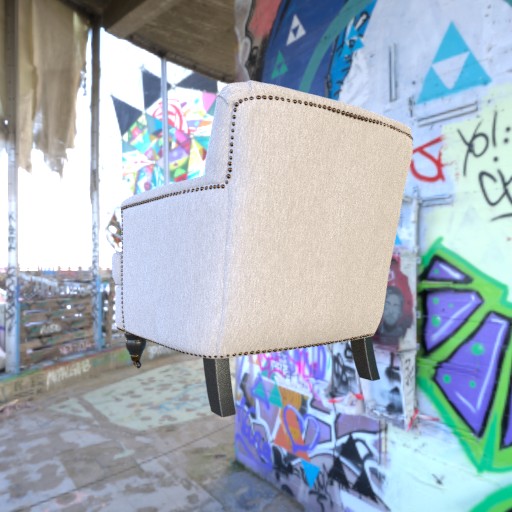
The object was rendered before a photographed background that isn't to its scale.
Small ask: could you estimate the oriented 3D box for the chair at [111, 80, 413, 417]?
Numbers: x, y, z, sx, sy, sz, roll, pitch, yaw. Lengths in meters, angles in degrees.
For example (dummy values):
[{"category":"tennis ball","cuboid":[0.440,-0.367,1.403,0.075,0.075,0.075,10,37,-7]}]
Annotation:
[{"category":"chair","cuboid":[0.000,0.000,1.528,0.737,0.823,0.902,0,-1,-36]}]
